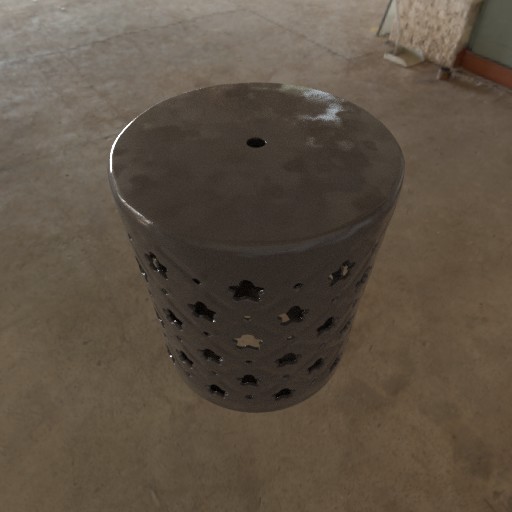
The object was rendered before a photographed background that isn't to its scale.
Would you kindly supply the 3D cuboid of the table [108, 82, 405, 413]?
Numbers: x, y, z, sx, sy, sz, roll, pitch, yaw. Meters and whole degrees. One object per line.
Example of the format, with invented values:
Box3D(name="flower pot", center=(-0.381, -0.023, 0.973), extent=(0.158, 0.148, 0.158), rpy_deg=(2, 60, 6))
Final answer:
Box3D(name="table", center=(0.000, 0.000, 0.664), extent=(0.352, 0.387, 0.352), rpy_deg=(0, 46, 0))
